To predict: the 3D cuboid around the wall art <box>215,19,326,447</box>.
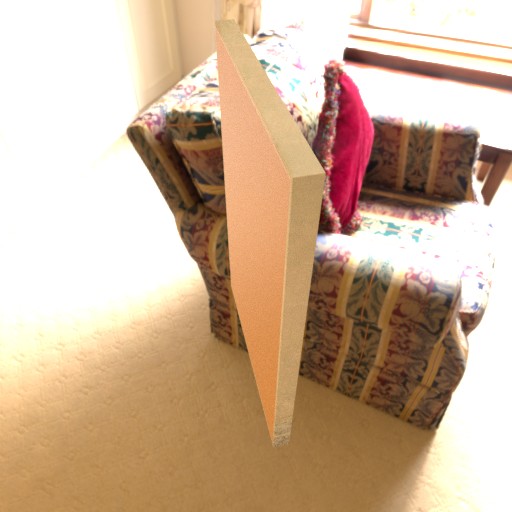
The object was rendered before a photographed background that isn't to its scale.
[{"bbox_3d":[0.000,0.000,0.934,0.038,0.764,0.508,-10,47,-9],"label":"wall art"}]
